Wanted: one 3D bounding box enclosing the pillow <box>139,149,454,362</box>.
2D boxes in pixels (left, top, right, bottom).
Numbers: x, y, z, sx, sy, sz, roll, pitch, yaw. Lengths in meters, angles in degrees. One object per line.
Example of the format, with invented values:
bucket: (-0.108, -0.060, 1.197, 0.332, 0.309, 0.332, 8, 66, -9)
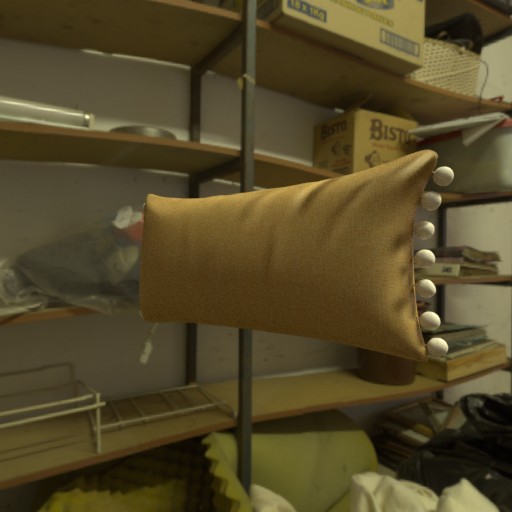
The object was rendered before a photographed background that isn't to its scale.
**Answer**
pillow: (0.000, 0.000, 0.857, 0.709, 0.322, 0.201, 0, 0, 37)
